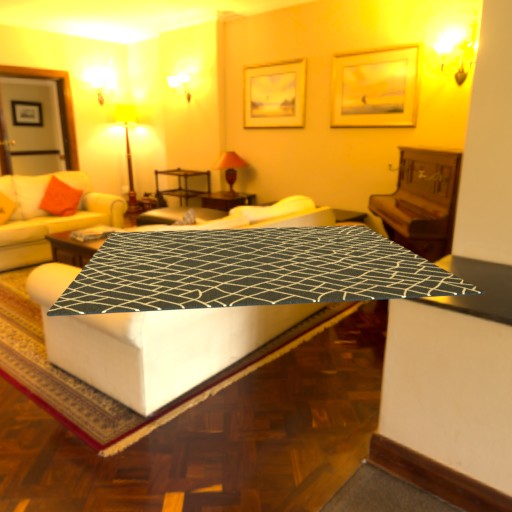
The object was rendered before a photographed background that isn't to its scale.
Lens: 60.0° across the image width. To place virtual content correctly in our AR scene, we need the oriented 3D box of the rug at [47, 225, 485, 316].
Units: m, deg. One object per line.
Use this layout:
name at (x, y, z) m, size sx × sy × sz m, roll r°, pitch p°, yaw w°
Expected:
rug at (0.000, 0.000, 4.185) m, size 3.047 × 0.022 × 2.439 m, roll -2°, pitch 16°, yaw -7°
